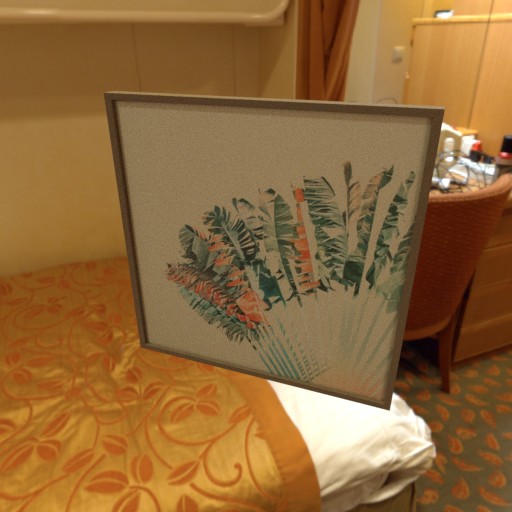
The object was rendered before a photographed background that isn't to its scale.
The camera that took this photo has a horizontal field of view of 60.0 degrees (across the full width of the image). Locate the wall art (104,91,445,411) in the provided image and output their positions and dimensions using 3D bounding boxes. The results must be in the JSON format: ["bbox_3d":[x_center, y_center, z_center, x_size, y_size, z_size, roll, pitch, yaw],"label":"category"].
[{"bbox_3d":[0.000,0.000,1.126,0.761,0.758,0.038,9,28,18],"label":"wall art"}]
